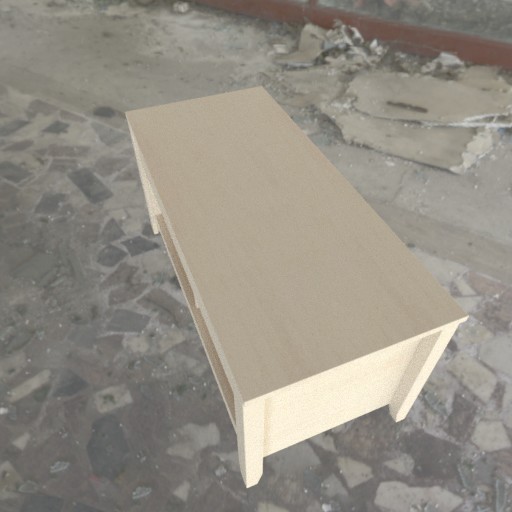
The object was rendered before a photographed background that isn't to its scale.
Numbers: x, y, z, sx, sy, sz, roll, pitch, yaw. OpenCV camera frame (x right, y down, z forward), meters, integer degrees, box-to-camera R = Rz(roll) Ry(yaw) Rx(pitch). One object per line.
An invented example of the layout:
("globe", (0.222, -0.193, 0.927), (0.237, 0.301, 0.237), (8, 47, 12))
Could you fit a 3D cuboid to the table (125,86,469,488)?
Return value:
("table", (0.000, 0.000, 1.278), (0.457, 0.483, 1.016), (-17, 49, -15))
